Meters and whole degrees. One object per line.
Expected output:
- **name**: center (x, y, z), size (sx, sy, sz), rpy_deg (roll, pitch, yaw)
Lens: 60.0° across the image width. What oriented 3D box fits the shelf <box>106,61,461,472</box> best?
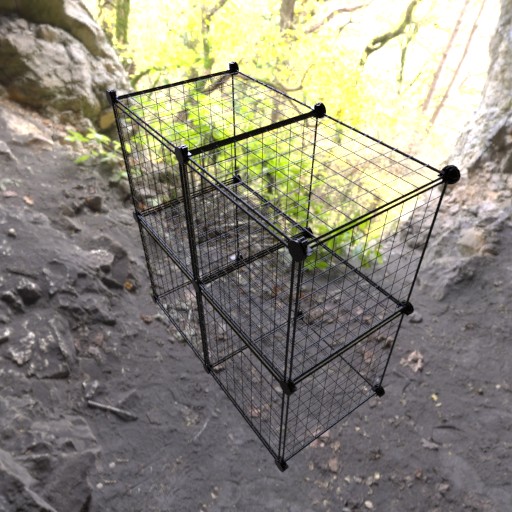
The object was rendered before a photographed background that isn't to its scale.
- **shelf**: center (0.000, 0.000, 1.126), size (0.356, 0.711, 0.711), rpy_deg (-25, 47, -26)
